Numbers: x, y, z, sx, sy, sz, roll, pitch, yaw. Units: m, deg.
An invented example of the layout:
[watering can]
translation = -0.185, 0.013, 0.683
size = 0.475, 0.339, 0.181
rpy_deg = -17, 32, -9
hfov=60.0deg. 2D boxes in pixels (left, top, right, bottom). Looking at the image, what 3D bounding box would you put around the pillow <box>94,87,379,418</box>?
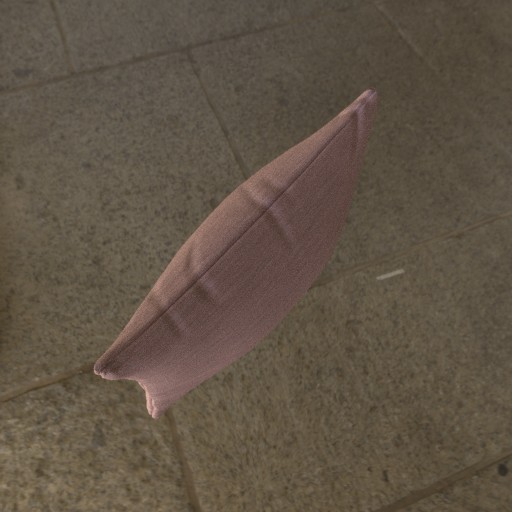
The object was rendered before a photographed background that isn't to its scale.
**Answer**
[pillow]
translation = 0.000, 0.000, 0.794
size = 0.210, 0.338, 0.633
rpy_deg = 36, 68, 17
